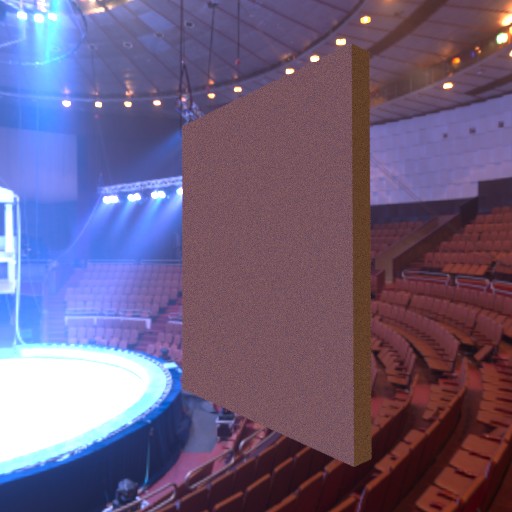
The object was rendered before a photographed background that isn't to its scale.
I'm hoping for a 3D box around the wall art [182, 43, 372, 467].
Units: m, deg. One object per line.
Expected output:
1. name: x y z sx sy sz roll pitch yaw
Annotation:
1. wall art: 0.000 0.000 0.766 0.039 0.553 0.451 1 -1 -39
